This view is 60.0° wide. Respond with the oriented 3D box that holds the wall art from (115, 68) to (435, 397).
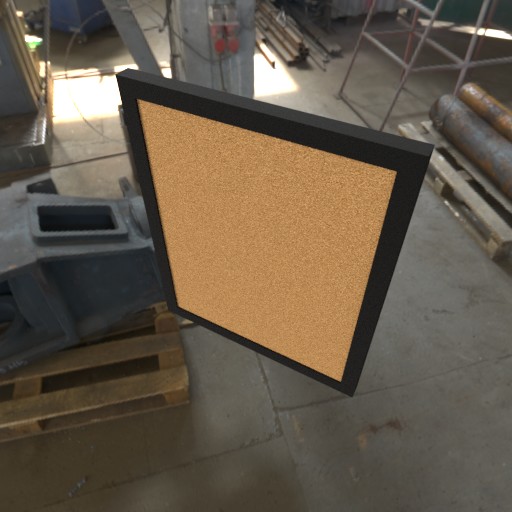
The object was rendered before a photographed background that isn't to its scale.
[{"bbox_3d":[0.000,0.000,0.780,0.457,0.559,0.029,21,49,20],"label":"wall art"}]
